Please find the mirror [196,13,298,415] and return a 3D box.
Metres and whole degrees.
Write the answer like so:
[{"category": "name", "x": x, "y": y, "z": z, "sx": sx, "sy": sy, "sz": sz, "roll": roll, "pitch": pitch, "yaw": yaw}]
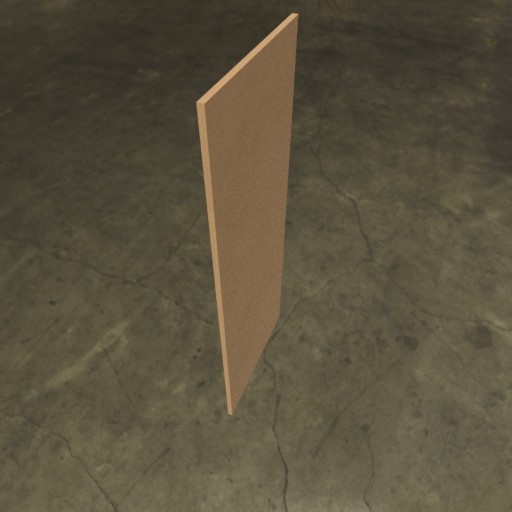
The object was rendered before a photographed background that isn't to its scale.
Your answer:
[{"category": "mirror", "x": 0.000, "y": 0.000, "z": 2.253, "sx": 0.026, "sy": 2.031, "sz": 0.812, "roll": 17, "pitch": 48, "yaw": 16}]
